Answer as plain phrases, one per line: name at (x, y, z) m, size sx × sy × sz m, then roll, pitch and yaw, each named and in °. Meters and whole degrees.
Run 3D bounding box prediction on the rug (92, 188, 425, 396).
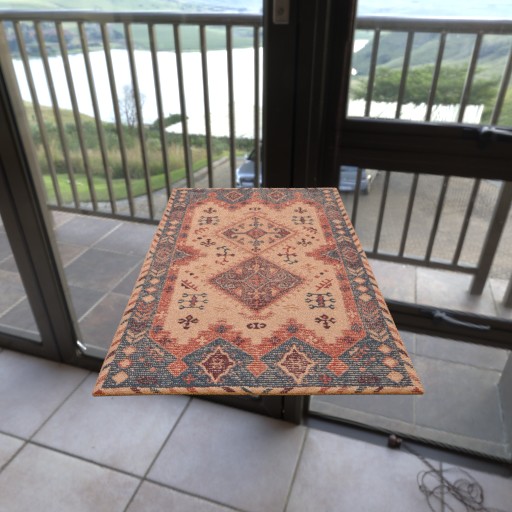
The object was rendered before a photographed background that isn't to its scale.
rug at (0.000, 0.000, 3.068) m, size 1.521 × 0.023 × 2.464 m, roll 0°, pitch 31°, yaw 0°
